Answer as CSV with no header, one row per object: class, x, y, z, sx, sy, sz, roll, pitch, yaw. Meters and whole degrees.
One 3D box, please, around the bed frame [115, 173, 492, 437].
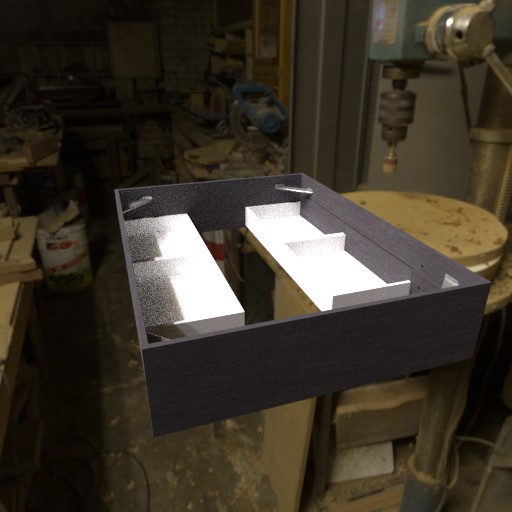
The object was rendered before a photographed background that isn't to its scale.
bed frame,0.000,0.000,2.582,1.448,0.459,1.944,-8,26,-17
